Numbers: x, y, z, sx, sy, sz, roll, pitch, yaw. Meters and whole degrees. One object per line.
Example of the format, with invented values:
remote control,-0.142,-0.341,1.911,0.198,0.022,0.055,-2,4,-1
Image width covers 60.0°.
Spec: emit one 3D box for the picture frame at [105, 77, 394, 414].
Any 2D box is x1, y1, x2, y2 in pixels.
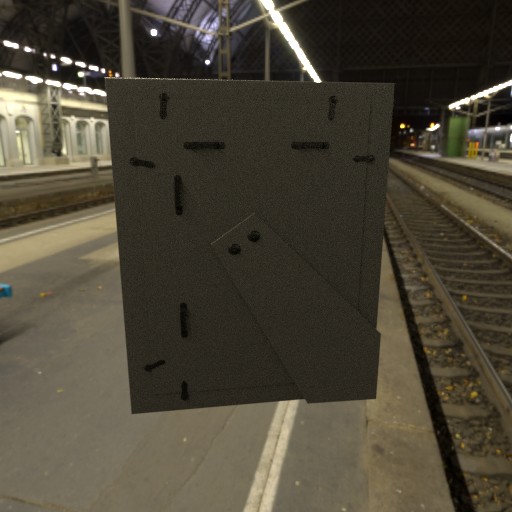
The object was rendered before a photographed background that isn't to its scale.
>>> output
picture frame,0.000,0.000,0.517,0.307,0.383,0.036,-2,15,-8
